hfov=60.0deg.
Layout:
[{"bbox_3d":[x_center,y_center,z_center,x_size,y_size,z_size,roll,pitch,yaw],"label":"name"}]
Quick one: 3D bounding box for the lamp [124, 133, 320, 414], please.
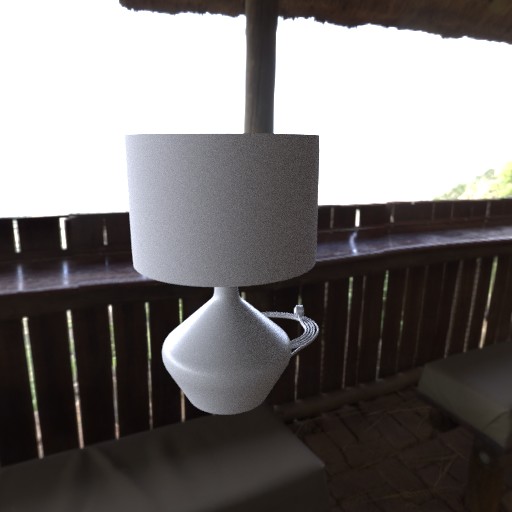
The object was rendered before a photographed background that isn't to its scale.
[{"bbox_3d":[0.000,0.000,0.876,0.546,0.457,0.401,-14,20,-43],"label":"lamp"}]
